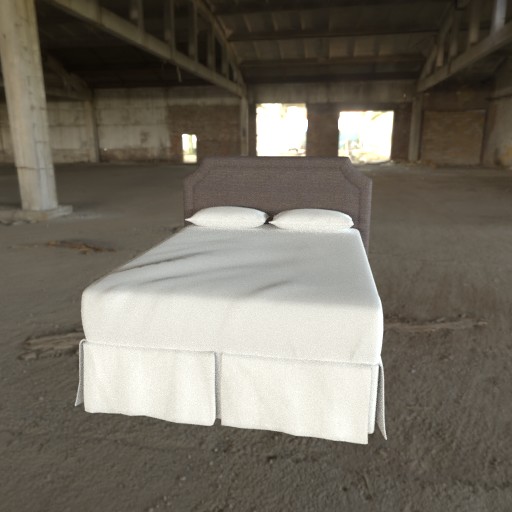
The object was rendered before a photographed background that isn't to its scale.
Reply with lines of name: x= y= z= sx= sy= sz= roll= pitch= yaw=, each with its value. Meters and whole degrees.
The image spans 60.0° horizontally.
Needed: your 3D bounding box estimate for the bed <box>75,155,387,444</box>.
bed: x=0.000 y=0.000 z=3.069 sx=1.693 sy=1.290 sz=2.116 roll=2 pitch=15 yaw=9
